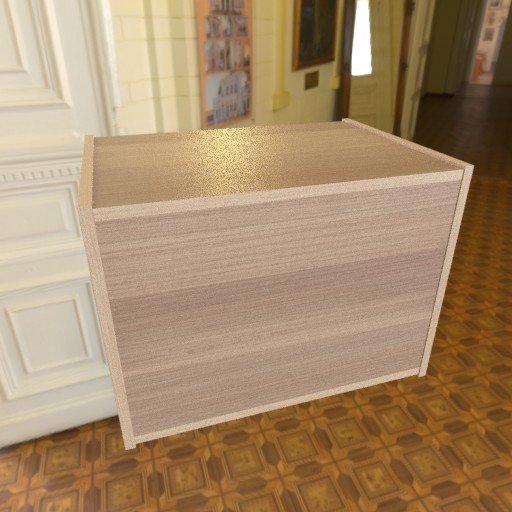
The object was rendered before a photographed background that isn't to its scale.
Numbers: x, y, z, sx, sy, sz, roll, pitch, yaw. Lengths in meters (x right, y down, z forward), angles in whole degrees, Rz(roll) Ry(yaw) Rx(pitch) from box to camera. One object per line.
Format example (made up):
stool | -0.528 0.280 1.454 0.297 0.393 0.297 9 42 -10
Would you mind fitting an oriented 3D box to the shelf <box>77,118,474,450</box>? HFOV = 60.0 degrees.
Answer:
shelf | 0.000 0.000 0.628 0.415 0.305 0.290 -8 29 -16
